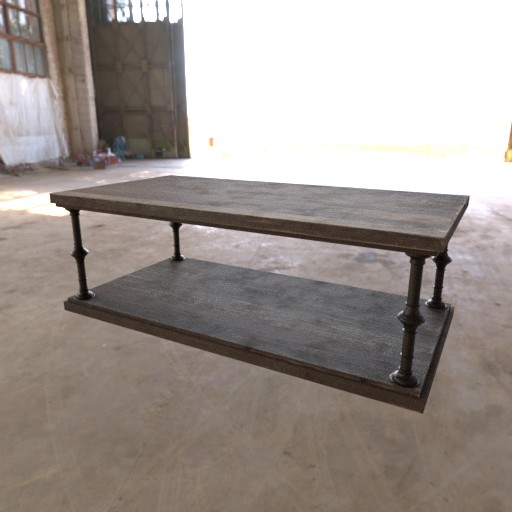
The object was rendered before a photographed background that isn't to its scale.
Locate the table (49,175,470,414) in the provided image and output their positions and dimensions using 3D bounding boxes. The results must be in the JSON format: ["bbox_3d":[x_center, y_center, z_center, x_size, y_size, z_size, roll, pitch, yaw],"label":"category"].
[{"bbox_3d":[0.000,0.000,1.339,1.088,0.373,0.554,9,19,28],"label":"table"}]
